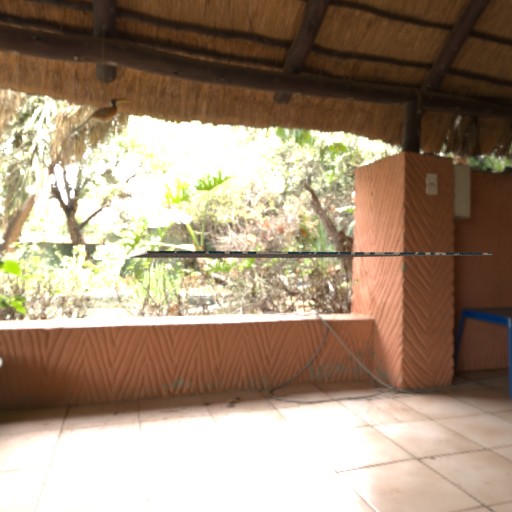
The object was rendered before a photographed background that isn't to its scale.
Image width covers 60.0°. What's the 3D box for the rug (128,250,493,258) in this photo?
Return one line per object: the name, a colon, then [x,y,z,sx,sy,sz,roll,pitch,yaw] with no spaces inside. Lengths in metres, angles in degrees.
rug: [0.000,0.000,2.289,1.220,0.007,1.828,0,-1,-18]
